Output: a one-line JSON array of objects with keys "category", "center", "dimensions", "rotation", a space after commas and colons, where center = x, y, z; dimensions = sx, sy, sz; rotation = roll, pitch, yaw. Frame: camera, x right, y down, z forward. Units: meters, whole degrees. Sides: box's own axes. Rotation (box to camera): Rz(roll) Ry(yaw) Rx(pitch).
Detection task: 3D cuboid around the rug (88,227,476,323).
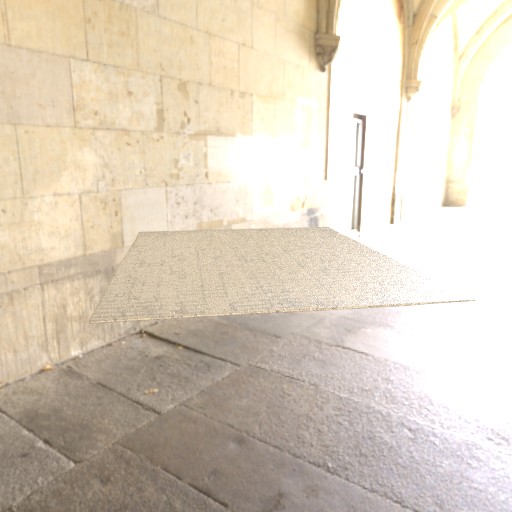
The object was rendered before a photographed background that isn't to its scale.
[{"category": "rug", "center": [0.000, 0.000, 4.178], "dimensions": [2.447, 0.014, 3.061], "rotation": [-2, 13, -9]}]
